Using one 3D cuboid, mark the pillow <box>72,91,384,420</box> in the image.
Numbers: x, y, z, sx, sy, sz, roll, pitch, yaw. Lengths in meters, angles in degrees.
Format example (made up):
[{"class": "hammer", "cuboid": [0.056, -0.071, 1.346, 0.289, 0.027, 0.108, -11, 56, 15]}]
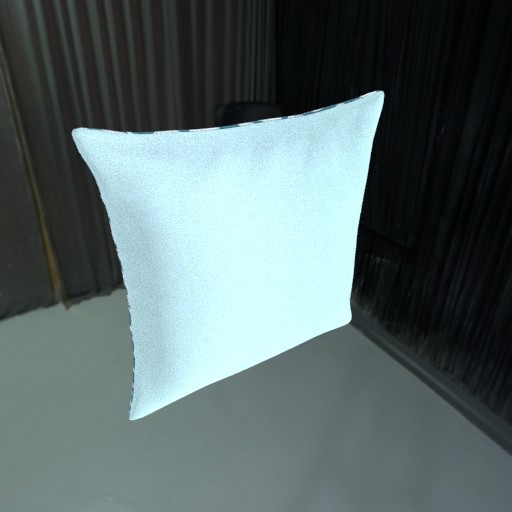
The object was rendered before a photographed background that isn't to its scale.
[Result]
[{"class": "pillow", "cuboid": [0.000, 0.000, 0.775, 0.525, 0.508, 0.166, -18, 34, -28]}]
